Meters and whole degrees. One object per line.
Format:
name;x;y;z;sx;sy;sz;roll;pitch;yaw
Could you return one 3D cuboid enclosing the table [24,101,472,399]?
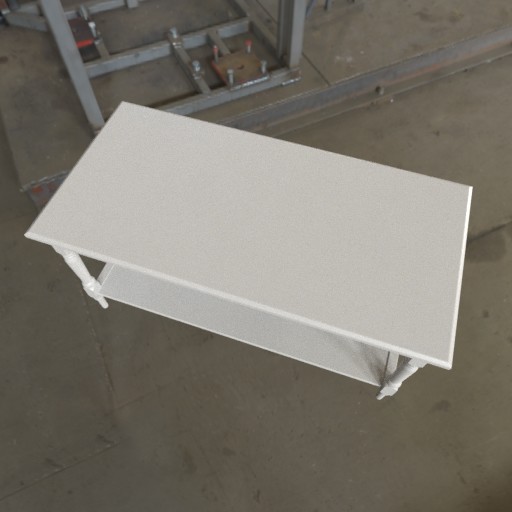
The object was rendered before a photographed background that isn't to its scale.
table;0.000;0.000;1.426;1.109;0.506;0.551;16;61;9
